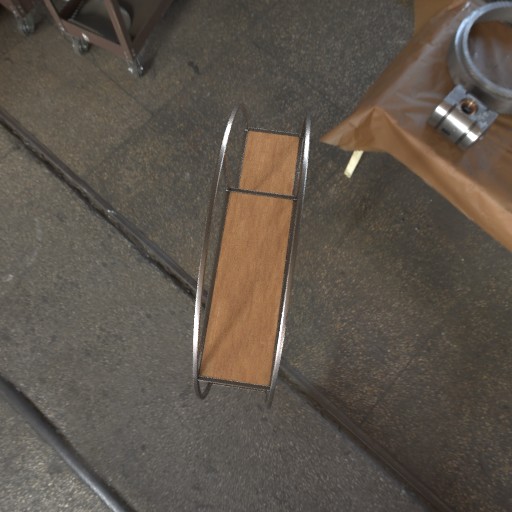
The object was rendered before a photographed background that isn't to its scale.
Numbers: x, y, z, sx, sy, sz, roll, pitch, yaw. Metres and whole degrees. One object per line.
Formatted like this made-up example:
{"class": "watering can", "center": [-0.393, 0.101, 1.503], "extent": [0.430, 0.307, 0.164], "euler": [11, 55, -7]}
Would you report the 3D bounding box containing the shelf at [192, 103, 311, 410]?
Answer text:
{"class": "shelf", "center": [0.000, 0.000, 1.384], "extent": [0.202, 0.888, 0.888], "euler": [8, 75, 2]}
